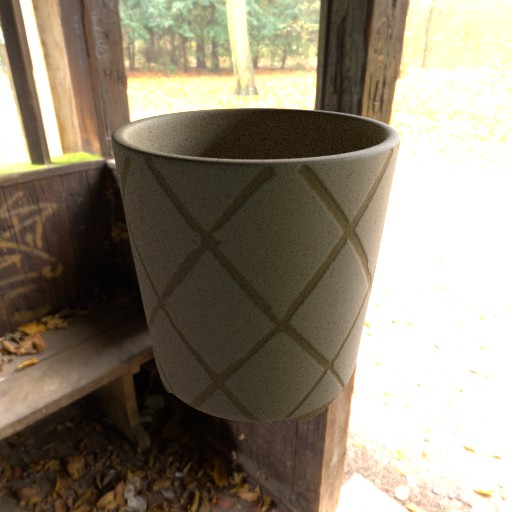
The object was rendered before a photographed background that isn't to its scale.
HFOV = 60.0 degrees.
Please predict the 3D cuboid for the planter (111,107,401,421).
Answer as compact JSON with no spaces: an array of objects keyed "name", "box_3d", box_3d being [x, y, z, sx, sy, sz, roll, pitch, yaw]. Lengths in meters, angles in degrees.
[{"name":"planter","box_3d":[0.000,0.000,0.414,0.228,0.235,0.228,0,26,0]}]
